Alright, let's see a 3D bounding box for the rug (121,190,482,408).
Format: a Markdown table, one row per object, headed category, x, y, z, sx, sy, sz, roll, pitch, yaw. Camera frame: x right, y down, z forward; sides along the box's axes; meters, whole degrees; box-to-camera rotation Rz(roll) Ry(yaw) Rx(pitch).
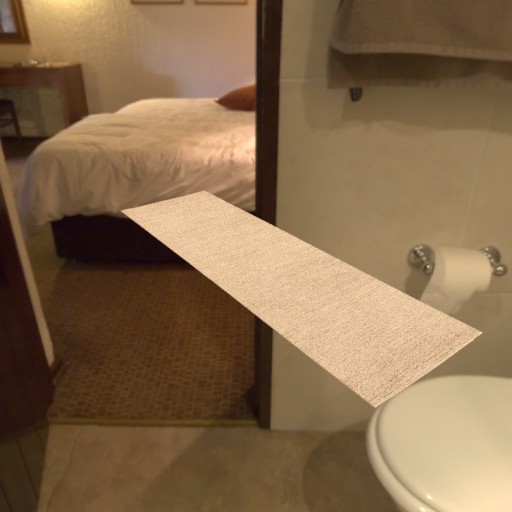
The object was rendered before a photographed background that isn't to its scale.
| category | x | y | z | sx | sy | sz | roll | pitch | yaw |
| --- | --- | --- | --- | --- | --- | --- | --- | --- | --- |
| rug | 0.000 | 0.000 | 2.564 | 0.712 | 0.013 | 2.346 | -19 | 33 | -32 |
